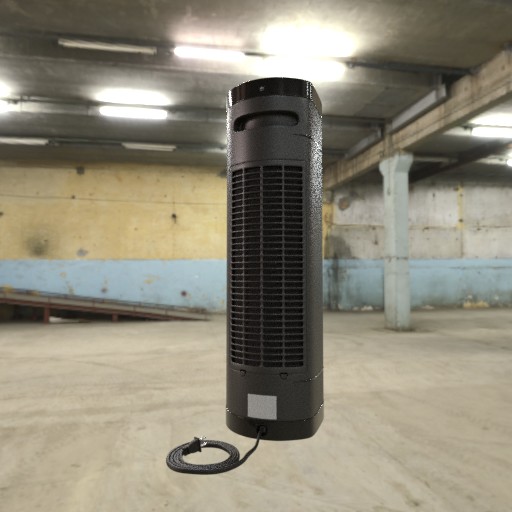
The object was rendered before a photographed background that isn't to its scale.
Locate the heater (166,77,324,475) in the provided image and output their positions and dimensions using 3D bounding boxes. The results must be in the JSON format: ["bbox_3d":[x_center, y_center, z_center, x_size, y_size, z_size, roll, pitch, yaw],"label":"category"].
[{"bbox_3d":[0.000,0.000,0.693,0.174,0.552,0.312,-1,-3,18],"label":"heater"}]
